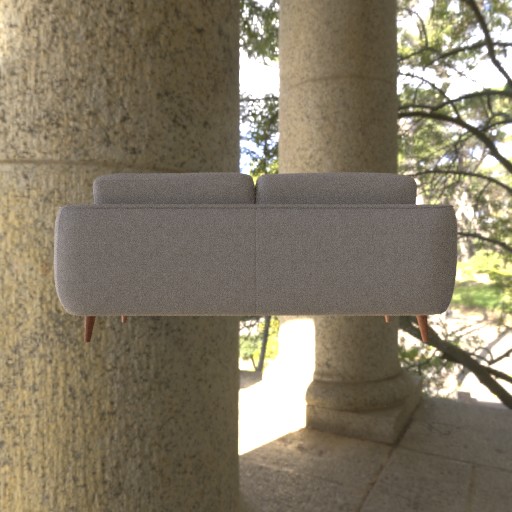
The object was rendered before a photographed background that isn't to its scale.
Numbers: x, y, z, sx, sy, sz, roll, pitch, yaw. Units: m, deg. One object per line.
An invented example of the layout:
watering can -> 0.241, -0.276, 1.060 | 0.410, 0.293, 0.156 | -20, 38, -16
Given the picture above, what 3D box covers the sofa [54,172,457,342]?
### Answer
sofa -> 0.000, 0.000, 2.515 | 2.000, 0.850, 0.920 | 0, 0, 0
